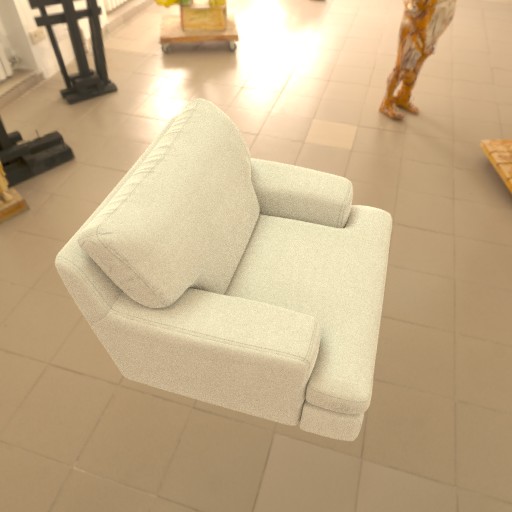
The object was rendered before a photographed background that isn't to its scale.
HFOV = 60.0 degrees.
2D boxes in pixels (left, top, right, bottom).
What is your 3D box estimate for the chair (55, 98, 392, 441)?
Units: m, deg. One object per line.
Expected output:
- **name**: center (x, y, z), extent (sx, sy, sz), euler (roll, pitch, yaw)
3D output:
- **chair**: center (0.000, 0.000, 1.975), extent (1.158, 0.930, 1.140), euler (12, 48, 11)
